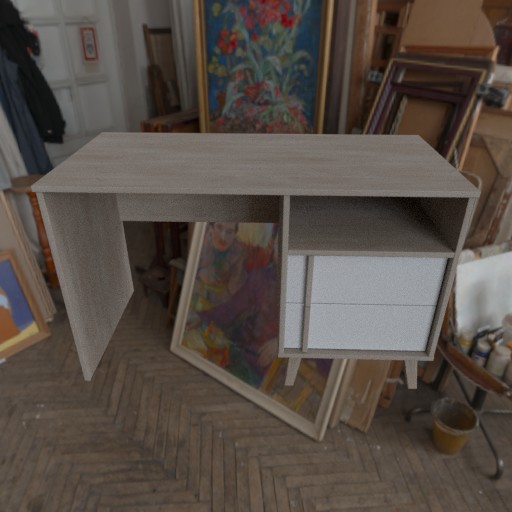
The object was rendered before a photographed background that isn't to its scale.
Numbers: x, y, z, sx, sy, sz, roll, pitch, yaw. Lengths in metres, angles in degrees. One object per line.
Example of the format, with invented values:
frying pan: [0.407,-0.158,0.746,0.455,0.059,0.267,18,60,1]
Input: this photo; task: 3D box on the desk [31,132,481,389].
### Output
desk: [0.000,0.000,1.680,1.251,0.770,0.600,1,30,2]
